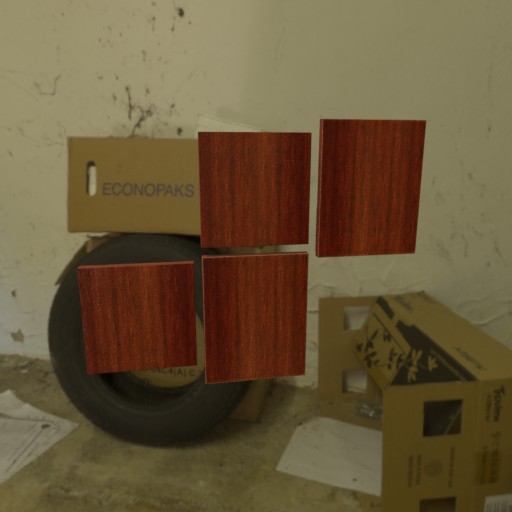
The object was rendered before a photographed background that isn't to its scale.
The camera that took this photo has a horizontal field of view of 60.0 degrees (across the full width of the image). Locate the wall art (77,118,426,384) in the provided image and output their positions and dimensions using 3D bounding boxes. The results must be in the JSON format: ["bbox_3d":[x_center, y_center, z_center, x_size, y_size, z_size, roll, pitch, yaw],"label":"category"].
[{"bbox_3d":[0.000,0.000,0.836,0.635,0.497,0.030,-2,14,-10],"label":"wall art"}]
